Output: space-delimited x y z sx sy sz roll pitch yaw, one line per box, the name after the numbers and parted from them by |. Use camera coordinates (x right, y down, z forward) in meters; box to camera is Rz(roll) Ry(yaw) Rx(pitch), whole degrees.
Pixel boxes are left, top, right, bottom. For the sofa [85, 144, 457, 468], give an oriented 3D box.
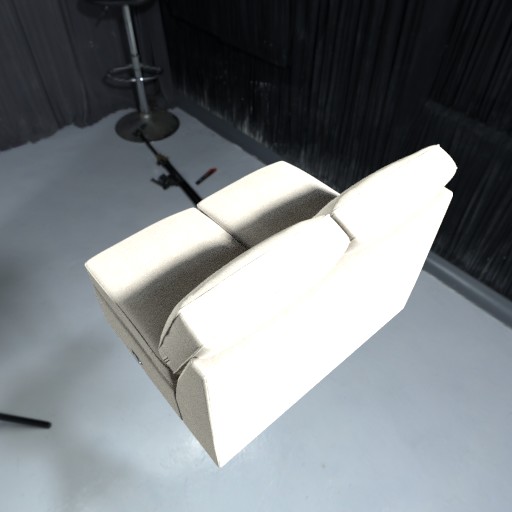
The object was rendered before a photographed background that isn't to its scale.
0.000 0.000 1.964 1.232 1.006 0.978 -32 55 -26 | sofa
